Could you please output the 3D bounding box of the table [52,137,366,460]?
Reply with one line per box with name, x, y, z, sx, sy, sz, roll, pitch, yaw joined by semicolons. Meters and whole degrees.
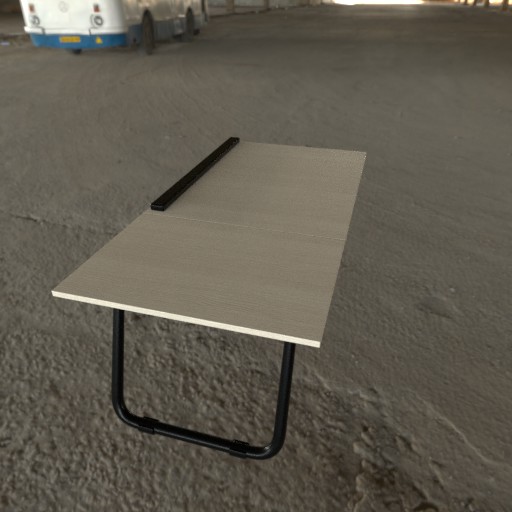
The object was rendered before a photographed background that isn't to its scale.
table;0.000;0.000;0.809;0.322;0.242;0.644;9;32;14
